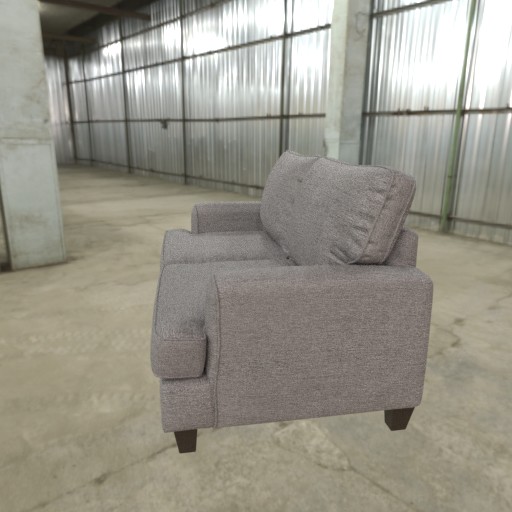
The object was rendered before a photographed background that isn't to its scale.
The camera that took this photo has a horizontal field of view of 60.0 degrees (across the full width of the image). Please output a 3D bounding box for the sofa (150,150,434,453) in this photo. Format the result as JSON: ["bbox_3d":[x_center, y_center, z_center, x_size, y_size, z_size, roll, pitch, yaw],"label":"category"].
[{"bbox_3d":[0.000,0.000,2.186,0.965,0.965,1.651,-3,16,-9],"label":"sofa"}]
